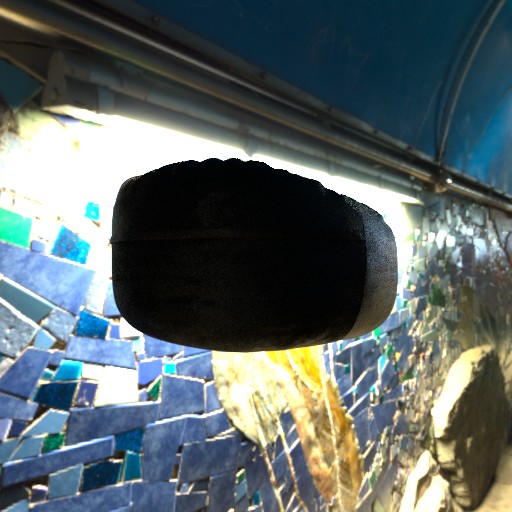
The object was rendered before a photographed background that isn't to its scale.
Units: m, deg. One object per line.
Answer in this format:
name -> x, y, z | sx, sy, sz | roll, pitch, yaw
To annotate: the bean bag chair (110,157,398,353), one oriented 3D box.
bean bag chair -> 0.000, 0.000, 2.476 | 1.524, 0.878, 1.524 | 0, -1, -35
